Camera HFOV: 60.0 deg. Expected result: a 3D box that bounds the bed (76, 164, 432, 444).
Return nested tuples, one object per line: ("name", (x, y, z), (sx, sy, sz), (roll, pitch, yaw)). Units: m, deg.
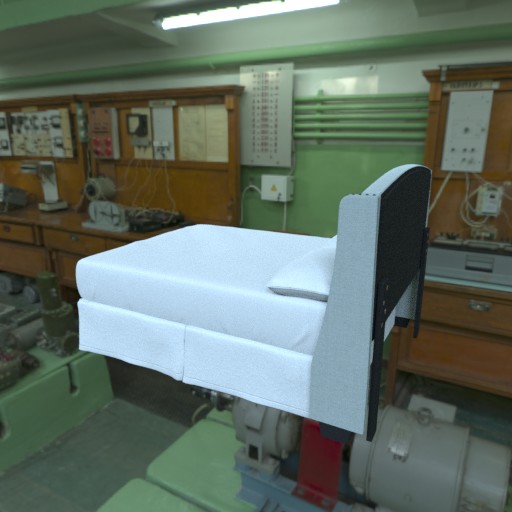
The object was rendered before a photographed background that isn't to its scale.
("bed", (0.000, 0.000, 3.350), (2.237, 1.407, 1.710), (8, 17, 27))
